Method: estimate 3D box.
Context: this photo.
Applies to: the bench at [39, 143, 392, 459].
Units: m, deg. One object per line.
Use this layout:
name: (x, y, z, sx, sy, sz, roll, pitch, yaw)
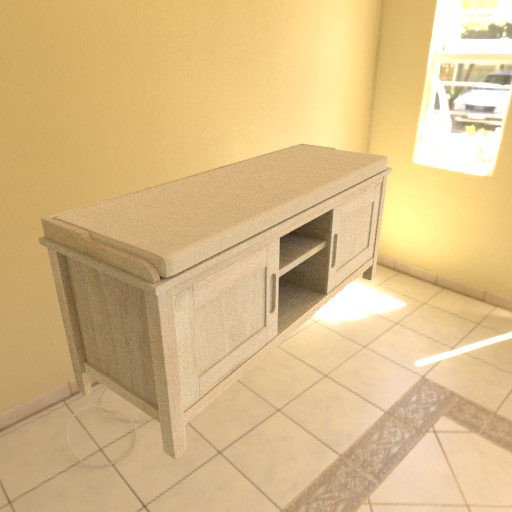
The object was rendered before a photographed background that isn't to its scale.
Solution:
bench: (0.000, 0.000, 1.411, 0.398, 0.501, 1.140, 17, 30, 33)
